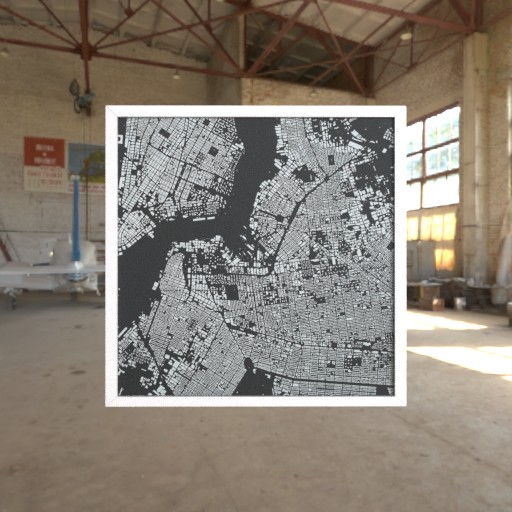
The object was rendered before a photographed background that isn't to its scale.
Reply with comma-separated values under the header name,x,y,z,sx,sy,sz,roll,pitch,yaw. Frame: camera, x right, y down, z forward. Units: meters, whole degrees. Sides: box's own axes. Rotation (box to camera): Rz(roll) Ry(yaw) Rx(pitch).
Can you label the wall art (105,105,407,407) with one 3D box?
name,x,y,z,sx,sy,sz,roll,pitch,yaw
wall art,0.000,0.000,0.467,0.305,0.305,0.037,0,0,0
